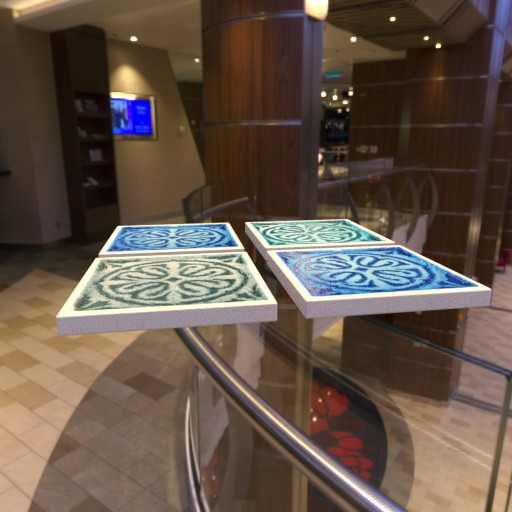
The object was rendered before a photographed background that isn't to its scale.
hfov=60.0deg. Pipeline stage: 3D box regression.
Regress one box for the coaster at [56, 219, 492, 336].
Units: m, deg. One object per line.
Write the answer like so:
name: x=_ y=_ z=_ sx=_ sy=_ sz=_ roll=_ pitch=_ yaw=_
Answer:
coaster: x=0.000 y=0.000 z=0.320 sx=0.219 sy=0.010 sz=0.214 roll=-3 pitch=15 yaw=-9
